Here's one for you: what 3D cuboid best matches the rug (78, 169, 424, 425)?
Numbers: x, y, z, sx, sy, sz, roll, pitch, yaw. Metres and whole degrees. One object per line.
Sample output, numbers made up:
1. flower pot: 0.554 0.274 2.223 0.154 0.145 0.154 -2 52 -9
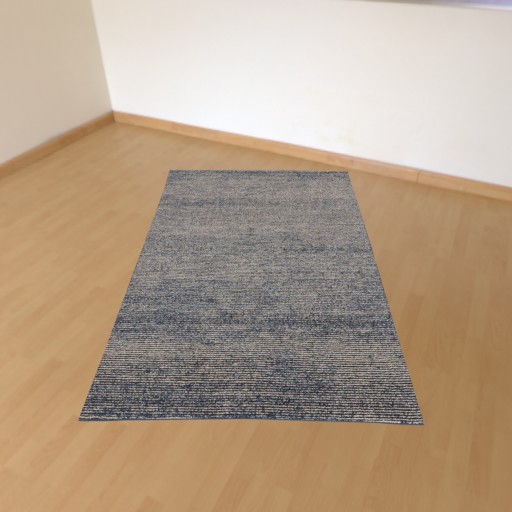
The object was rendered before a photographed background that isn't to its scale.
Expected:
1. rug: 0.000 0.000 2.175 1.159 0.025 1.793 1 38 1
